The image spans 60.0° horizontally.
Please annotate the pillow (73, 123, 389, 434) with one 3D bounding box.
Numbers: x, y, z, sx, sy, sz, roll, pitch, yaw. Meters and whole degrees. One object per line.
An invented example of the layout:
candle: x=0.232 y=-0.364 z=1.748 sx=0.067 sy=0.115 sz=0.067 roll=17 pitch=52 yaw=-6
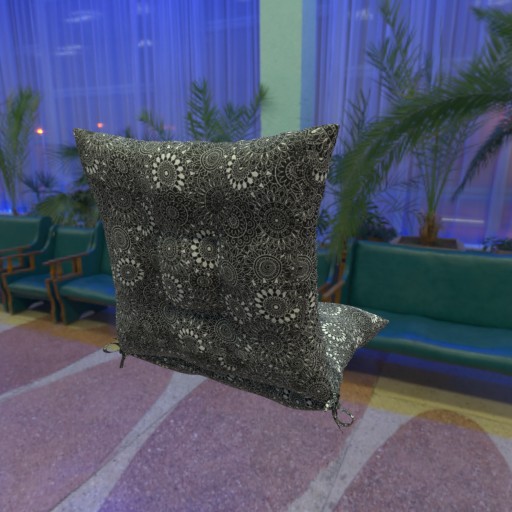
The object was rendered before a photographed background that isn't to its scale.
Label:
pillow: x=0.000 y=0.000 z=0.981 sx=0.541 sy=0.536 sz=0.585 roll=7 pitch=15 yaw=26
